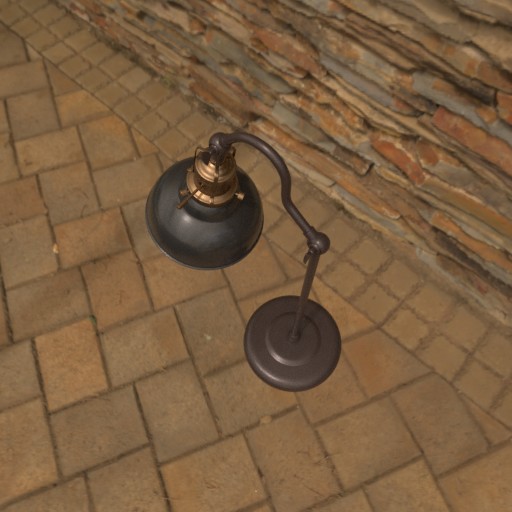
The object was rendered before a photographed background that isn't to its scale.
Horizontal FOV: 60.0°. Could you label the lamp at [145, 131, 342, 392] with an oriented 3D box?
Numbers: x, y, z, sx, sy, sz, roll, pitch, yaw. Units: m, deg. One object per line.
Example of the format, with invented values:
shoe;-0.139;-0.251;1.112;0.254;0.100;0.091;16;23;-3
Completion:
lamp;0.000;0.000;0.674;0.374;0.508;0.192;35;67;17
